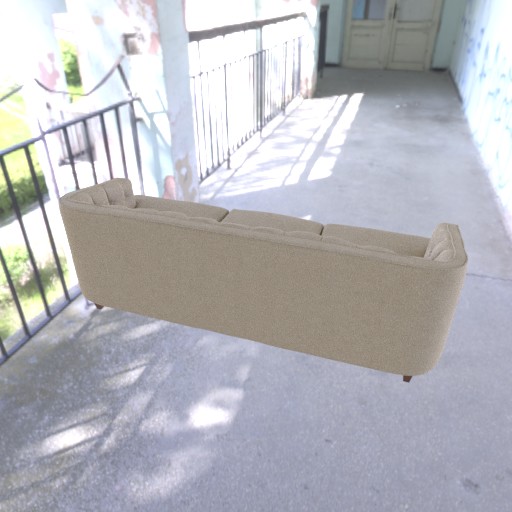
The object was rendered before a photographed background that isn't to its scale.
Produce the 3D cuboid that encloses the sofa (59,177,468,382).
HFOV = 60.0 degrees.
[{"bbox_3d":[0.000,0.000,2.712,2.235,0.788,0.913,10,33,16],"label":"sofa"}]
